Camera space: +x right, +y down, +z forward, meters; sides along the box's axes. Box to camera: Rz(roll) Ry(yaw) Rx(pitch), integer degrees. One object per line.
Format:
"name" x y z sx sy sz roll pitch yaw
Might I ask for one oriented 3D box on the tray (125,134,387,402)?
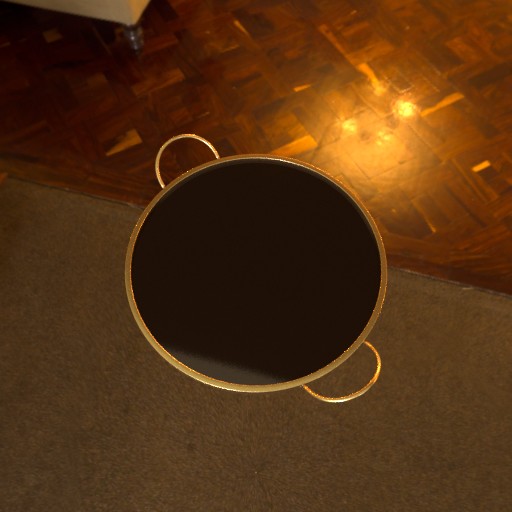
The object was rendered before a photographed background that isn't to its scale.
"tray" 0.000 0.000 0.741 0.438 0.069 0.543 -31 68 -14
